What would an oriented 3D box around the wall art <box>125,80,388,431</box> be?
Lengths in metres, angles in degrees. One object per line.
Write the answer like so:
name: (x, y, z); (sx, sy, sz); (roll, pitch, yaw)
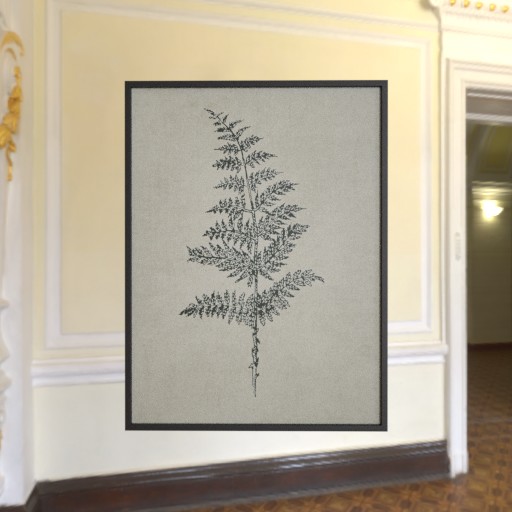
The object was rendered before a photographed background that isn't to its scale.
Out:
wall art: (0.000, 0.000, 1.370); (0.802, 1.070, 0.036); (0, 0, 0)
